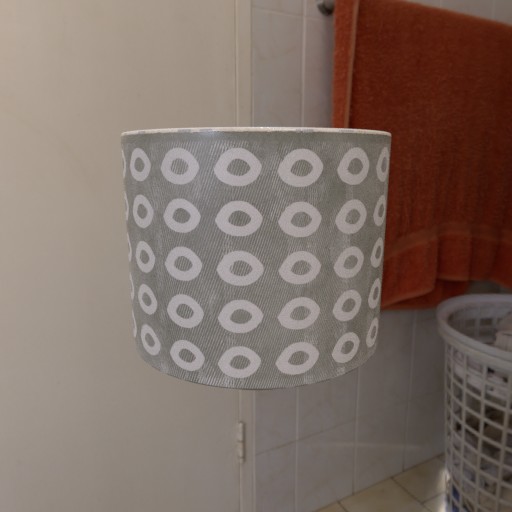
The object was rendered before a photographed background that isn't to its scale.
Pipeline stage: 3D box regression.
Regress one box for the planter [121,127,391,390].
[{"bbox_3d":[0.000,0.000,0.344,0.190,0.181,0.190,0,13,0],"label":"planter"}]
